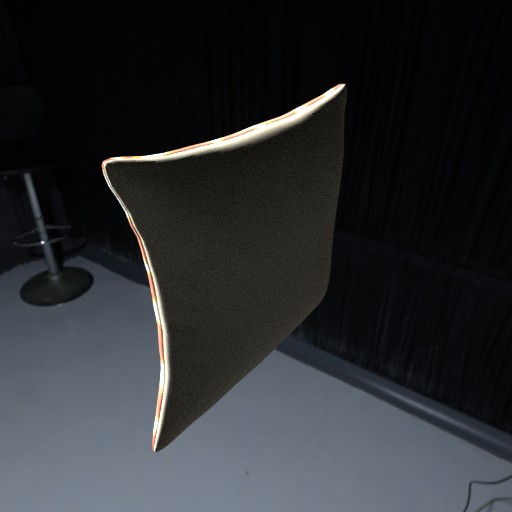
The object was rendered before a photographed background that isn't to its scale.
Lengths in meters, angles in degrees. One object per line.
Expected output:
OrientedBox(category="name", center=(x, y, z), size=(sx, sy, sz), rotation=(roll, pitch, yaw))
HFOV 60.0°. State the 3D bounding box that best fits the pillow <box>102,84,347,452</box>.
OrientedBox(category="pillow", center=(0.000, 0.000, 0.793), size=(0.166, 0.508, 0.552), rotation=(22, 38, 31))
